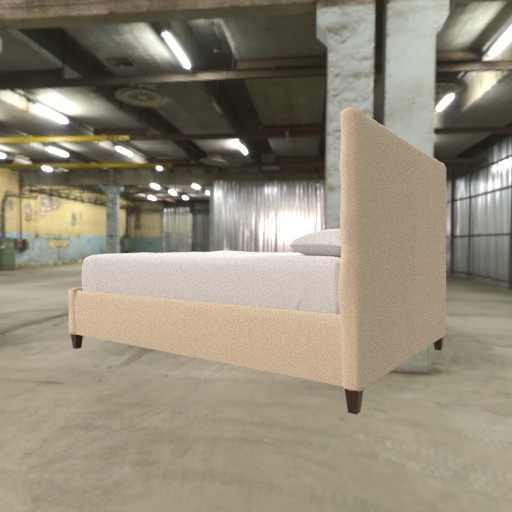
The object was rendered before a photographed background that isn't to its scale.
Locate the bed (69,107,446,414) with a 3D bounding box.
[{"bbox_3d":[0.000,0.000,3.393,2.387,1.427,1.698,1,1,36],"label":"bed"}]
